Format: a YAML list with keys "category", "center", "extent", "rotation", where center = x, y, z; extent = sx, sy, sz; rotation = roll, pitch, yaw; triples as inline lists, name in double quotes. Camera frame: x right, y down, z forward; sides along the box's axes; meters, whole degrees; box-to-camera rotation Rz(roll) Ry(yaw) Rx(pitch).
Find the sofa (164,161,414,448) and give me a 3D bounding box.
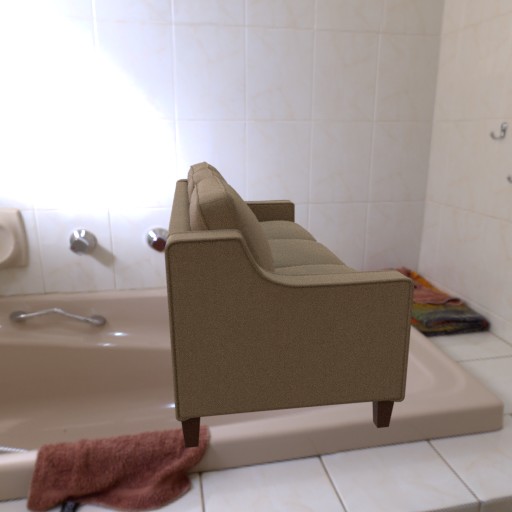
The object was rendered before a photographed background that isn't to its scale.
- category: "sofa"
  center: [0.000, 0.000, 2.538]
  extent: [0.911, 0.974, 1.986]
  rotation: [-2, 16, -8]
